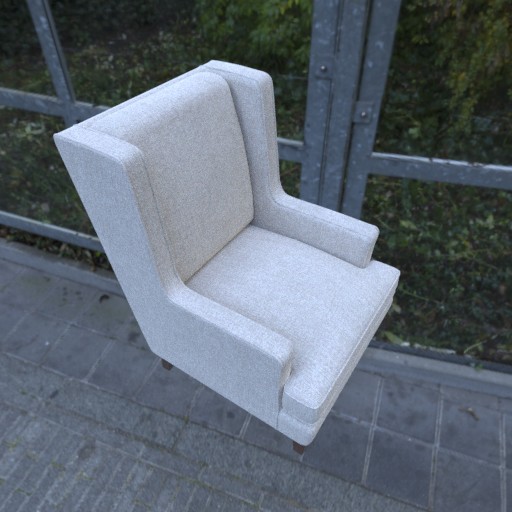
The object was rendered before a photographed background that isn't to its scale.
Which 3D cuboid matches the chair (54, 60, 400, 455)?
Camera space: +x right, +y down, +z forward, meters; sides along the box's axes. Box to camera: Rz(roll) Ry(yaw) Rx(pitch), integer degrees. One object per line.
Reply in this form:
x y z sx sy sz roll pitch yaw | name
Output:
0.000 0.000 1.690 0.948 1.082 0.764 24 48 24 | chair
